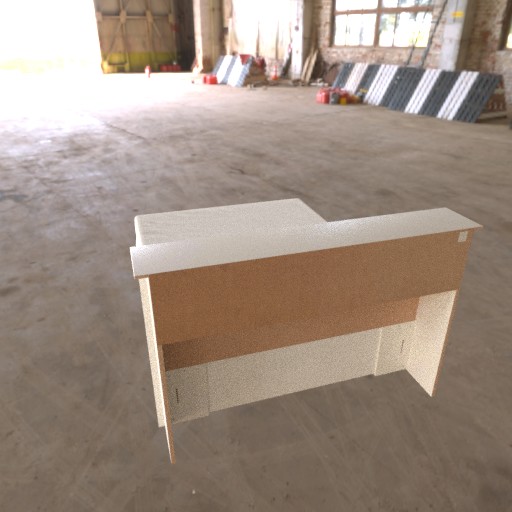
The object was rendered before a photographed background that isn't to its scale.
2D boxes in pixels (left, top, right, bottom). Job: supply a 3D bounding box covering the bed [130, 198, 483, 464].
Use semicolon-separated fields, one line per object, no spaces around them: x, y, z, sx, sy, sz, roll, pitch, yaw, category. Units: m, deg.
0.000;0.000;3.105;1.671;1.092;2.133;-8;28;-16;bed
